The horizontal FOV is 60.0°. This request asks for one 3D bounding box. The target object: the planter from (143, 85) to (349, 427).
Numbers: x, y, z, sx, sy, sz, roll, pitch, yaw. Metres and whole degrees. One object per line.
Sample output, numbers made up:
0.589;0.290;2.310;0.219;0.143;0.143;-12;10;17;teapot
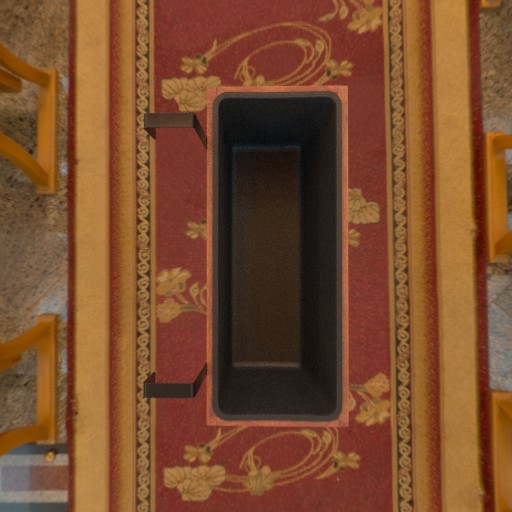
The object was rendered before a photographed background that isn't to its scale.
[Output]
0.000;0.000;0.667;0.262;0.289;0.480;0;90;2;planter
